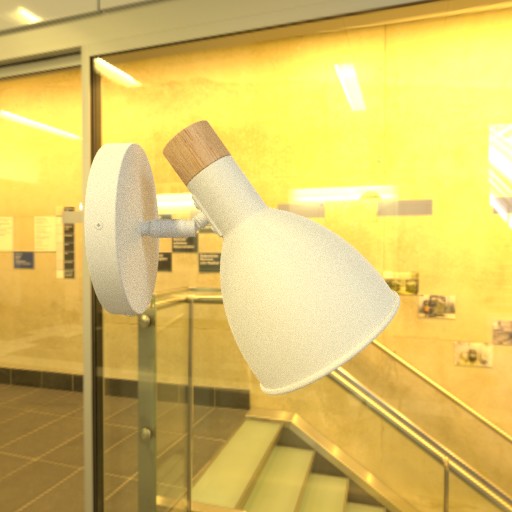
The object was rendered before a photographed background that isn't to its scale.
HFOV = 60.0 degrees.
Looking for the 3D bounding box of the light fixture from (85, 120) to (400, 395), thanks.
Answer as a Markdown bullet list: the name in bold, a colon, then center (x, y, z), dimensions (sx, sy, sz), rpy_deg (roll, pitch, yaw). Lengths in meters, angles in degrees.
- **light fixture**: center (0.000, 0.000, 0.331), dimensions (0.209, 0.199, 0.127), rpy_deg (0, 1, -1)
